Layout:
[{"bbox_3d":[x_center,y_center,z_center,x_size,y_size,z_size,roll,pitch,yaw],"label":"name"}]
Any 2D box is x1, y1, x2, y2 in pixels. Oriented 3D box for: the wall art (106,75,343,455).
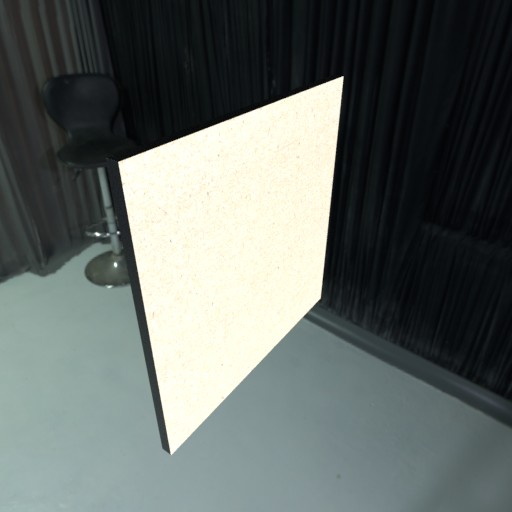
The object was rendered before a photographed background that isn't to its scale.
[{"bbox_3d":[0.000,0.000,1.170,0.031,0.775,0.773,22,39,29],"label":"wall art"}]
